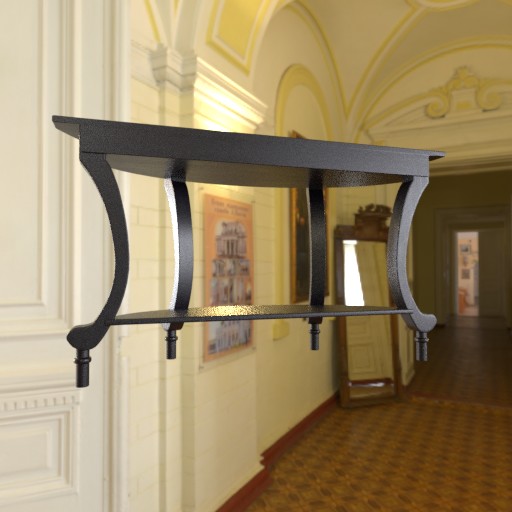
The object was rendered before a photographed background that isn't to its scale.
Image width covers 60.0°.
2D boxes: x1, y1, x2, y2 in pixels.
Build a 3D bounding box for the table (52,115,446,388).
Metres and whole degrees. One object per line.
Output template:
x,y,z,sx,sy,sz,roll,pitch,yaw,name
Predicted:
0.000,0.000,1.473,1.198,0.692,0.394,0,-1,-17,table
